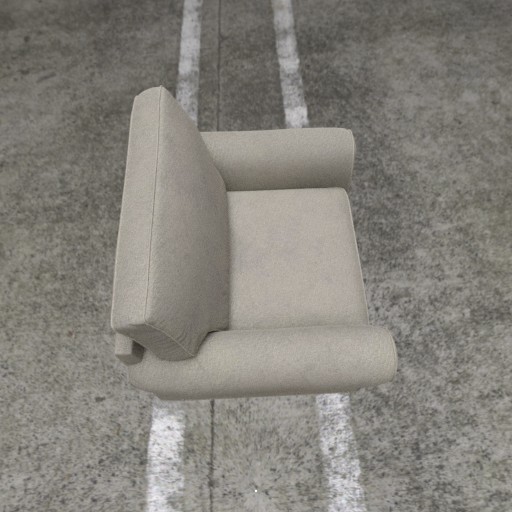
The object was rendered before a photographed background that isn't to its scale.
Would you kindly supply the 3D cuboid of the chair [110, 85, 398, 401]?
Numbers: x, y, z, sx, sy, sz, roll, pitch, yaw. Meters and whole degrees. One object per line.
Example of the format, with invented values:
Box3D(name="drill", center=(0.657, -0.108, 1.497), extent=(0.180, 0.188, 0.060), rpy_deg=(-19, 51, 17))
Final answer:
Box3D(name="chair", center=(0.000, 0.000, 1.859), extent=(0.939, 1.044, 1.147), rpy_deg=(-2, 62, -1))
